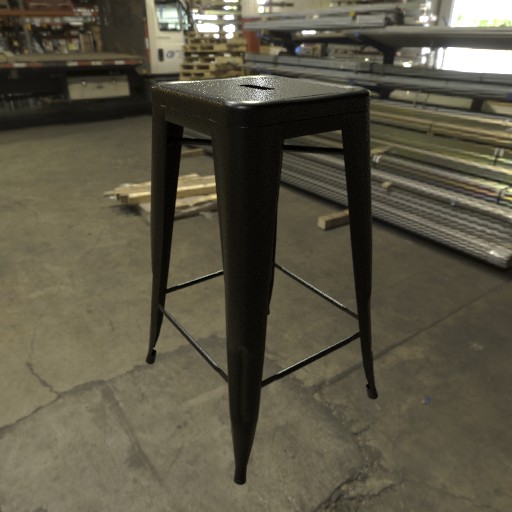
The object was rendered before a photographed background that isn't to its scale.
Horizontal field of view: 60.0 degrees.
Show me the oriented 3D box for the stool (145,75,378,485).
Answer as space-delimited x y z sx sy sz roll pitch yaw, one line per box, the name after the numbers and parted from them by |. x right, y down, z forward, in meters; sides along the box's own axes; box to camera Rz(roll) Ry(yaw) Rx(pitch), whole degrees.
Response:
0.000 0.000 0.842 0.359 0.609 0.399 -18 33 -31 | stool
